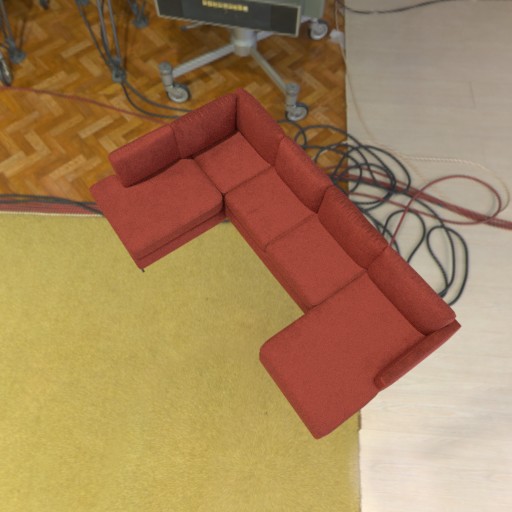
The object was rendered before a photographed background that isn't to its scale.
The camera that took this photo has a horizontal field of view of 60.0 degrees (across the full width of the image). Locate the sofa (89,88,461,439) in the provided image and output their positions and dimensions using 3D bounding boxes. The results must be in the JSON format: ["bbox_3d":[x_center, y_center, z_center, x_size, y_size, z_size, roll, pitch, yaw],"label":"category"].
[{"bbox_3d":[0.000,0.000,4.445,2.055,0.992,3.434,-32,68,-15],"label":"sofa"}]
